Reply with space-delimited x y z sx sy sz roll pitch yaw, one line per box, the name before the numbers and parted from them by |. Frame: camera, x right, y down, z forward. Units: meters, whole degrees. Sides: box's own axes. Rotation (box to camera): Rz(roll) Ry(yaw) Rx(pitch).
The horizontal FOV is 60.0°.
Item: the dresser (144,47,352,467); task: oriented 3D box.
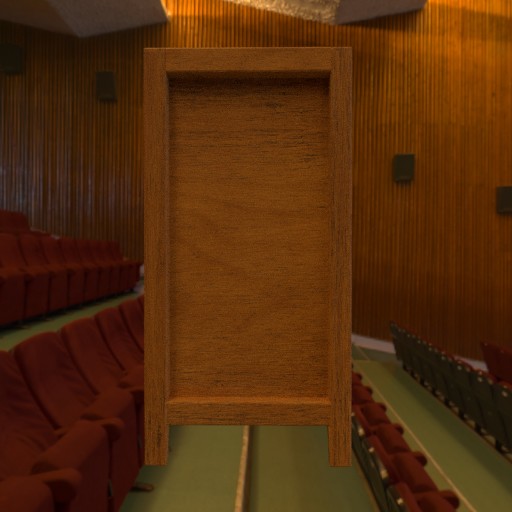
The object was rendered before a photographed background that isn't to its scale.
dresser | 0.000 0.000 1.249 0.427 0.804 0.804 0 0 1
